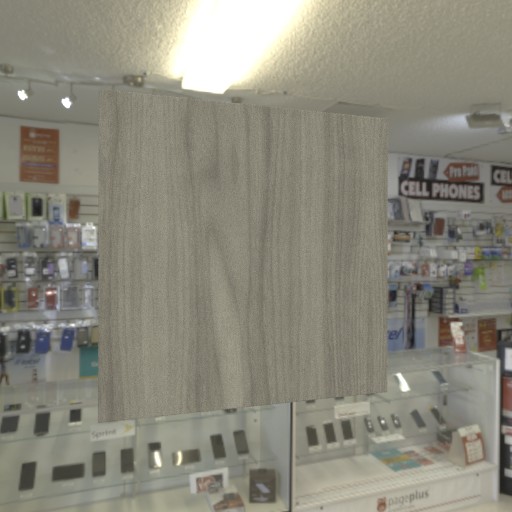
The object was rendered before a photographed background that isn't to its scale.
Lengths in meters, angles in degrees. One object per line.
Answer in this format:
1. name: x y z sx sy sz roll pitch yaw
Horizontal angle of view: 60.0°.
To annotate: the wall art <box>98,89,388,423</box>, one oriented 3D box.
1. wall art: 0.000 0.000 0.755 0.508 0.507 0.016 0 0 -17
